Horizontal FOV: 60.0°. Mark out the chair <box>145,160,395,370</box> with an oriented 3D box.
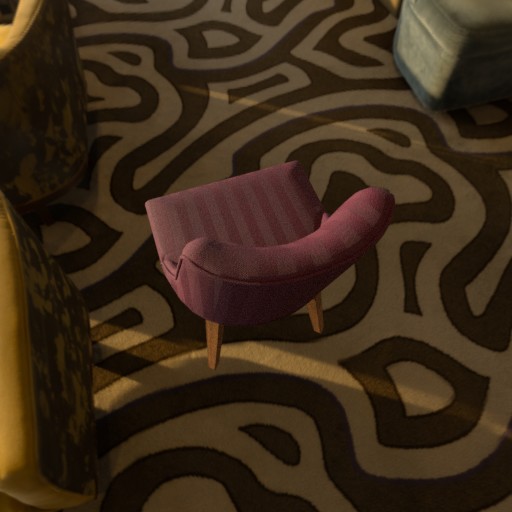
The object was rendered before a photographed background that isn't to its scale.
[{"bbox_3d":[0.000,0.000,1.318,0.548,0.916,0.638,-17,61,-10],"label":"chair"}]
